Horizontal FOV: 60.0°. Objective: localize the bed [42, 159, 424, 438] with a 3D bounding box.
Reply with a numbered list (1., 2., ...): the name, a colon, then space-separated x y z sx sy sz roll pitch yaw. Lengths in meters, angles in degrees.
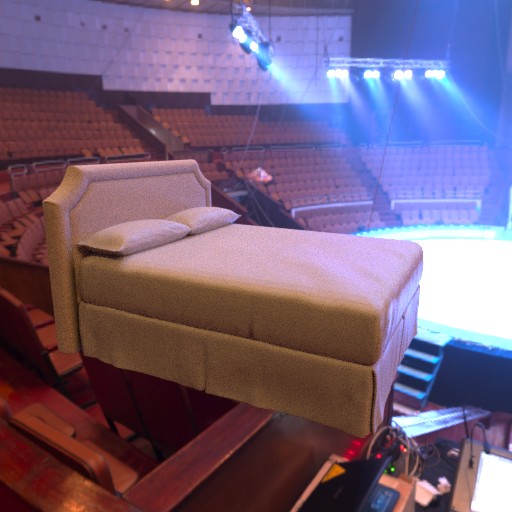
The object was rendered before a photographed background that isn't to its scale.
1. bed: 0.000 0.000 3.218 2.164 1.297 1.828 7 16 26
